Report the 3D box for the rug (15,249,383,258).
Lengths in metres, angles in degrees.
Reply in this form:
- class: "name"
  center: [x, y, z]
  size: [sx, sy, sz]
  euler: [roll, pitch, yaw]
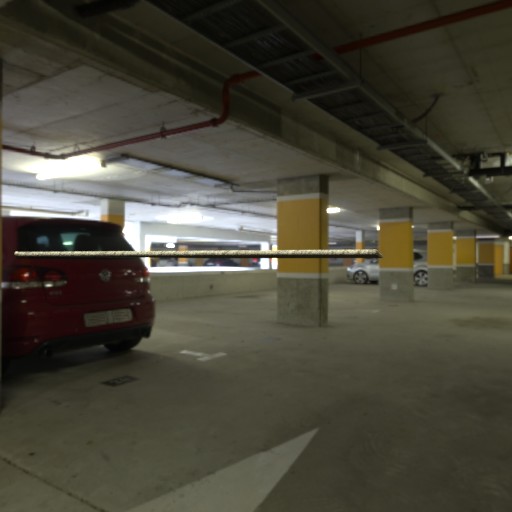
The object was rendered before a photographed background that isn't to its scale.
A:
- class: "rug"
  center: [0.000, 0.000, 2.240]
  size: [1.224, 0.016, 1.832]
  euler: [0, -1, 16]
